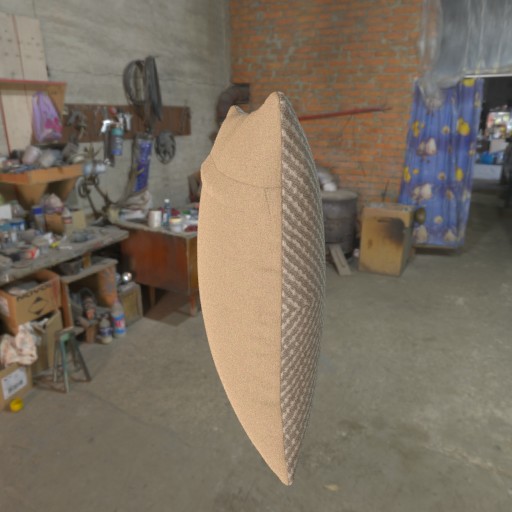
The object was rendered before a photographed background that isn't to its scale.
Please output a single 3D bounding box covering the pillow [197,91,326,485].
[{"bbox_3d":[0.000,0.000,0.690,0.181,0.458,0.459,-2,17,-8],"label":"pillow"}]
